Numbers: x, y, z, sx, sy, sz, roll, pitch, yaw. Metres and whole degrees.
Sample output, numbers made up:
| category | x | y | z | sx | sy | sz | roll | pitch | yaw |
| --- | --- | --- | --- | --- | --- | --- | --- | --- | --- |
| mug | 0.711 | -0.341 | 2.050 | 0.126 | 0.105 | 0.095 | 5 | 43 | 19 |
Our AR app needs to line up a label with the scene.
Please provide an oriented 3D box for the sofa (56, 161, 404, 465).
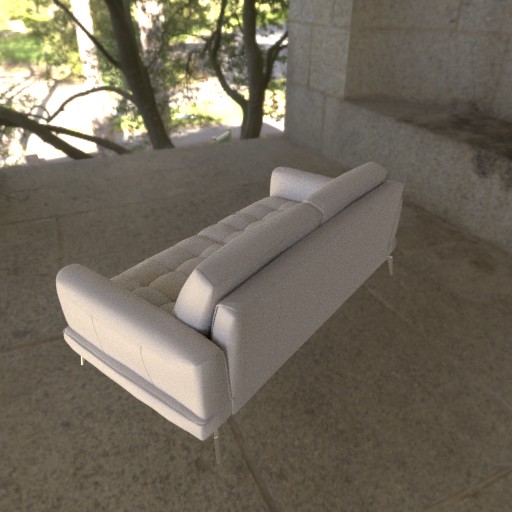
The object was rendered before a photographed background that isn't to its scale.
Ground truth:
| category | x | y | z | sx | sy | sz | roll | pitch | yaw |
| --- | --- | --- | --- | --- | --- | --- | --- | --- | --- |
| sofa | 0.000 | 0.000 | 2.788 | 1.121 | 0.930 | 2.177 | 21 | 37 | 31 |
